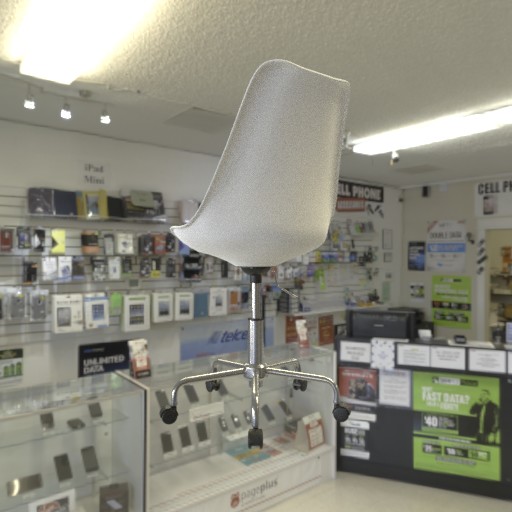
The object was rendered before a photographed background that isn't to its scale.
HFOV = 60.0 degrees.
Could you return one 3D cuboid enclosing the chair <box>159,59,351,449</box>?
[{"bbox_3d":[0.000,0.000,1.322,0.550,0.930,0.550,0,0,-36],"label":"chair"}]
